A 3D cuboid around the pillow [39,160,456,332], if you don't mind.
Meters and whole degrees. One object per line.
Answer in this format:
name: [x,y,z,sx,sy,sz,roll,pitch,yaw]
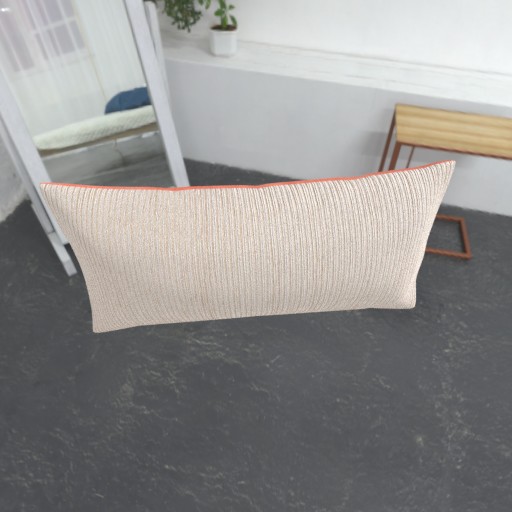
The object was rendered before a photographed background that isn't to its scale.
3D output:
pillow: [0.000,0.000,0.735,0.608,0.307,0.155,-4,48,-4]
